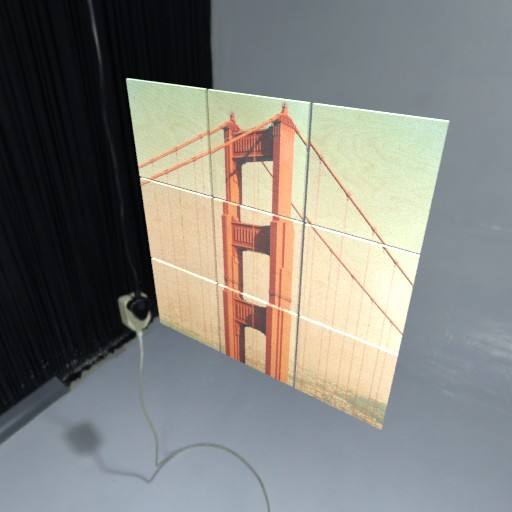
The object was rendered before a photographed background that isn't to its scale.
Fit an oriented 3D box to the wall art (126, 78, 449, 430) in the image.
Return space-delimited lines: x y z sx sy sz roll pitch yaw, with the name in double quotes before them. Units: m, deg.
"wall art" 0.000 0.000 1.761 1.214 1.219 0.013 19 35 28
